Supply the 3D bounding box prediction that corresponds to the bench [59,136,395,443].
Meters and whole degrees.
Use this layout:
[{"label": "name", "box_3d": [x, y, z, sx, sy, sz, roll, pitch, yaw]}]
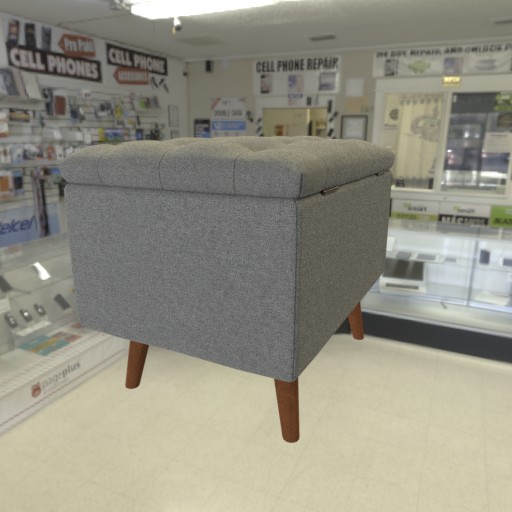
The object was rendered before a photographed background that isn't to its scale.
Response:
[{"label": "bench", "box_3d": [0.000, 0.000, 0.897, 0.417, 0.469, 0.572, 8, 17, 26]}]
